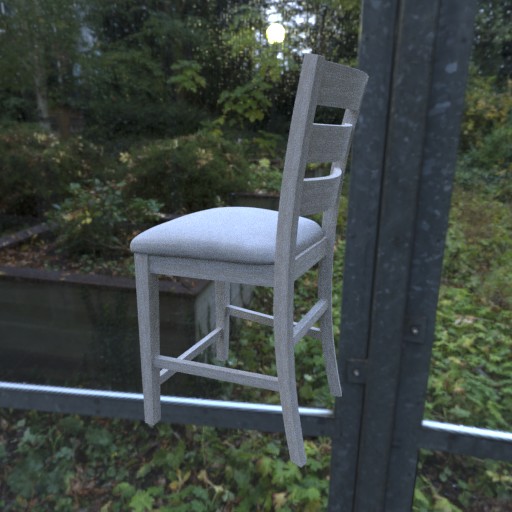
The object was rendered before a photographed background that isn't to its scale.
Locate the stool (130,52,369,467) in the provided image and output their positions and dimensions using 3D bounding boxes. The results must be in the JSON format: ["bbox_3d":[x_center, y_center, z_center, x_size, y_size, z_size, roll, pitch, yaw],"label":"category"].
[{"bbox_3d":[0.000,0.000,1.321,0.569,1.032,0.484,8,18,25],"label":"stool"}]
